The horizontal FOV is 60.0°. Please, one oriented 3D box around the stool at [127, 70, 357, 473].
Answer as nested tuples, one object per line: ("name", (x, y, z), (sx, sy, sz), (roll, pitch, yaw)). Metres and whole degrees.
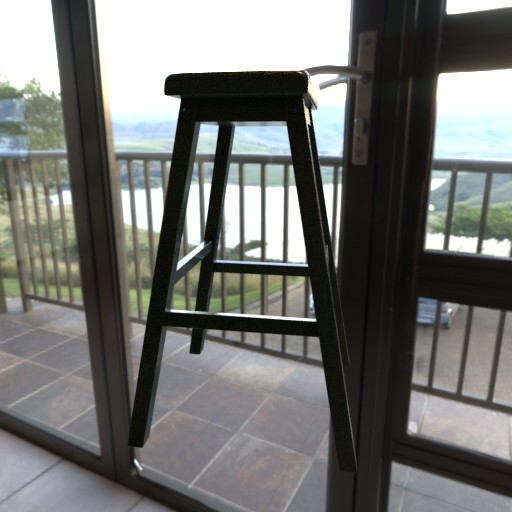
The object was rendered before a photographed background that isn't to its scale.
("stool", (0.000, 0.000, 1.024), (0.476, 0.737, 0.457), (2, 15, 9))
